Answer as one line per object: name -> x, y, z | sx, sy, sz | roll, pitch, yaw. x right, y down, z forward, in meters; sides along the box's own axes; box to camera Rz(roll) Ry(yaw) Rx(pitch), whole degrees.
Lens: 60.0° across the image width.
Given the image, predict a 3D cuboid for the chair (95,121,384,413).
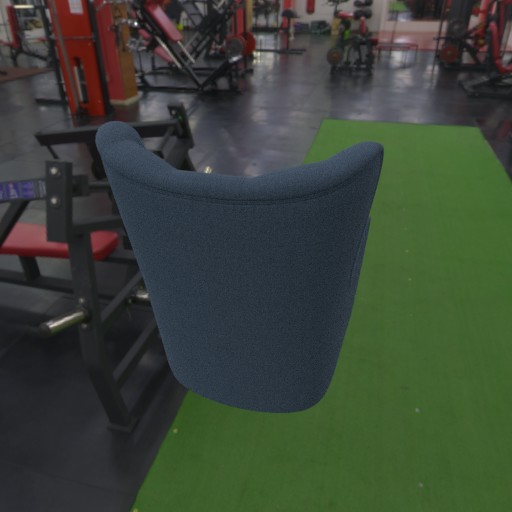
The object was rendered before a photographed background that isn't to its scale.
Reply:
chair -> 0.000, 0.000, 1.704 | 0.831, 1.079, 0.930 | 9, 32, 14
